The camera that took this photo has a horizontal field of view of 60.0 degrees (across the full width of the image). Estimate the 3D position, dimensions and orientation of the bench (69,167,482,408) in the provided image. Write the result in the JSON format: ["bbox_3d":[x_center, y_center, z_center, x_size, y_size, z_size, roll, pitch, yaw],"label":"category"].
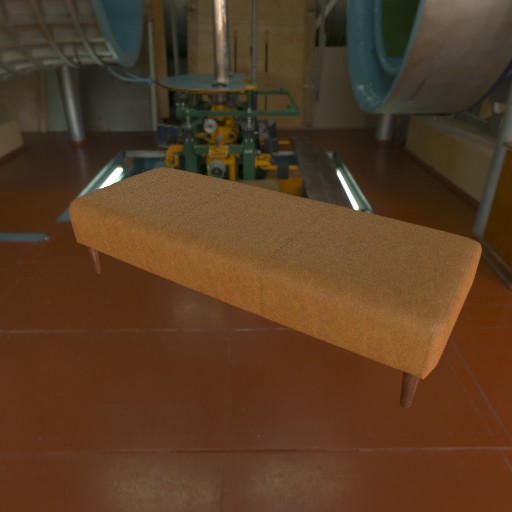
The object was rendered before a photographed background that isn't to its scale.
[{"bbox_3d":[0.000,0.000,1.869,1.610,0.399,0.653,18,34,29],"label":"bench"}]
